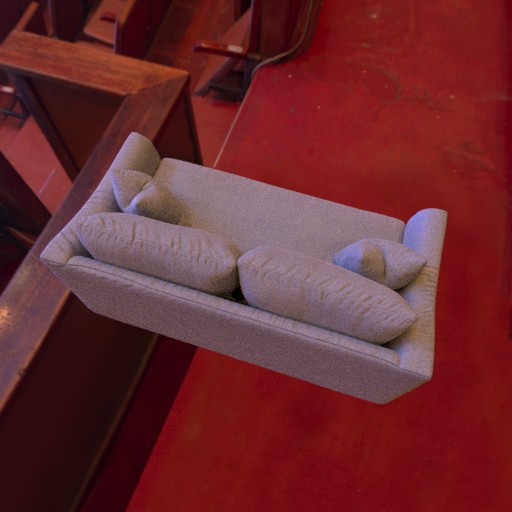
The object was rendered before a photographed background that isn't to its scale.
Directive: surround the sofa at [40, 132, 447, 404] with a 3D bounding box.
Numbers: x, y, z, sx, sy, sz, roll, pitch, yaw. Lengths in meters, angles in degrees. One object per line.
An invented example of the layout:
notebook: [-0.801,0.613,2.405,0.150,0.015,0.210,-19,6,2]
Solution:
sofa: [0.000,0.000,2.649,2.010,1.018,1.072,16,65,8]
